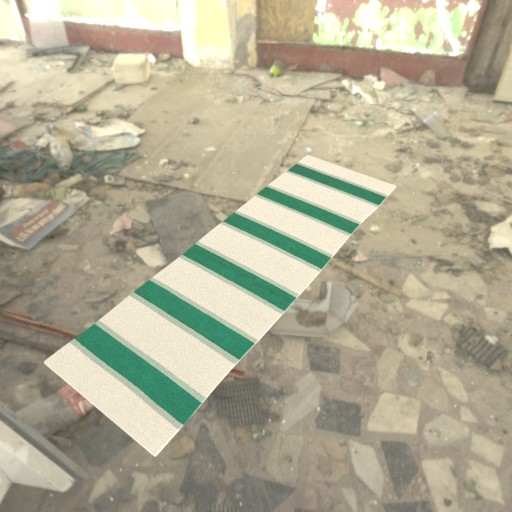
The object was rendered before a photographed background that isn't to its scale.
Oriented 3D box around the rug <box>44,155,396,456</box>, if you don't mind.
[{"bbox_3d":[0.000,0.000,2.698,0.768,0.012,2.438,26,49,26],"label":"rug"}]
